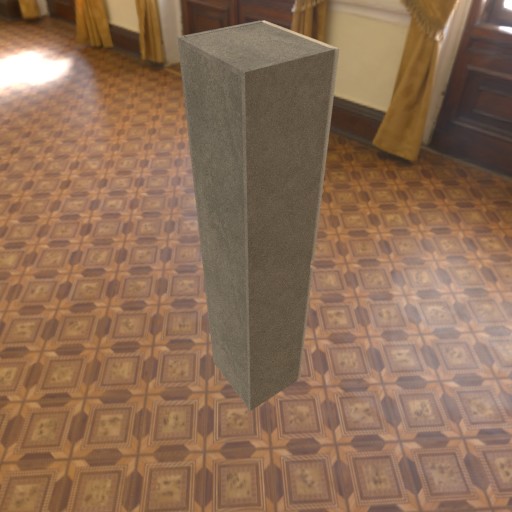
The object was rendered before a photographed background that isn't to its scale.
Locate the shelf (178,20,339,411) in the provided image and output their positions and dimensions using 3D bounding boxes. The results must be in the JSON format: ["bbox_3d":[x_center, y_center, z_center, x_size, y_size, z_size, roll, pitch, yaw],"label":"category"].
[{"bbox_3d":[0.000,0.000,1.547,0.270,1.400,0.300,-25,48,-25],"label":"shelf"}]
